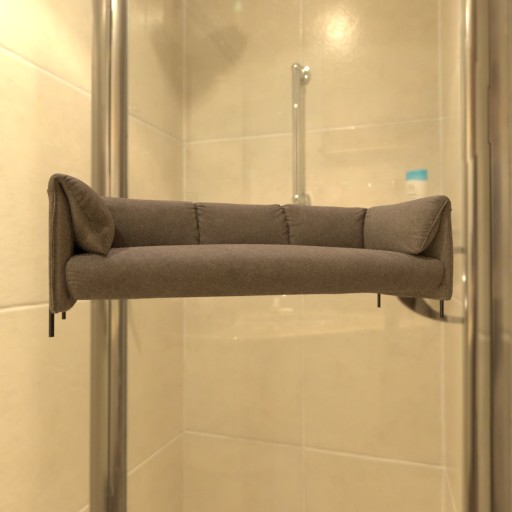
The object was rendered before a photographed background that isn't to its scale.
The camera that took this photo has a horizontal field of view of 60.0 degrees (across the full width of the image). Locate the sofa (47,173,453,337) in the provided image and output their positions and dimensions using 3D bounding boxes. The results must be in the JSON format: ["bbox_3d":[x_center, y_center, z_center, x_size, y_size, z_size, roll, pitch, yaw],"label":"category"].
[{"bbox_3d":[0.000,0.000,2.689,2.238,0.758,0.899,0,-1,-19],"label":"sofa"}]
